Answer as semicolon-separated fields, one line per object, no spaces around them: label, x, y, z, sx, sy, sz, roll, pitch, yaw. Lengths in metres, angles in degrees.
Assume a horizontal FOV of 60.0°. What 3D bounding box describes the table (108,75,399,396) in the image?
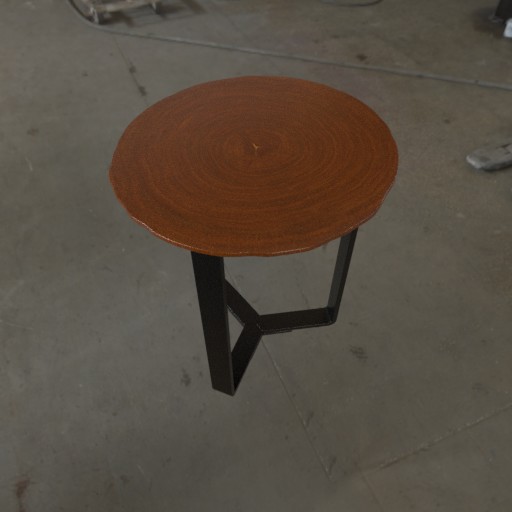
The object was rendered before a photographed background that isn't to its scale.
table;0.000;0.000;0.770;0.380;0.450;0.410;17;50;15
